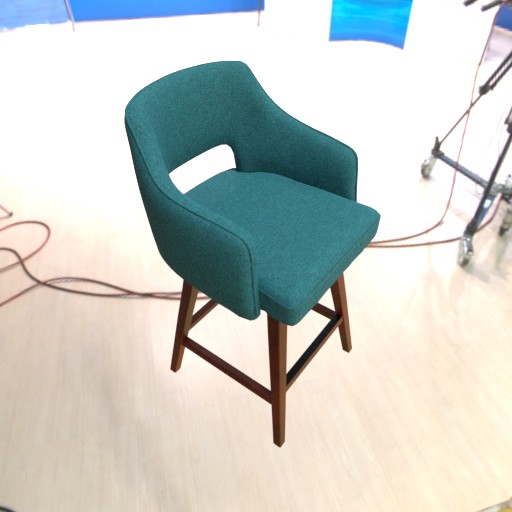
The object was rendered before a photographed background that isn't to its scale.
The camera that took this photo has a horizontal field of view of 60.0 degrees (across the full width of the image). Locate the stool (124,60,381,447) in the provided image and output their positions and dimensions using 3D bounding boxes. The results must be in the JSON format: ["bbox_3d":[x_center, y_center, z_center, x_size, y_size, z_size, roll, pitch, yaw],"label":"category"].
[{"bbox_3d":[0.000,0.000,1.319,0.556,0.961,0.548,26,47,27],"label":"stool"}]
